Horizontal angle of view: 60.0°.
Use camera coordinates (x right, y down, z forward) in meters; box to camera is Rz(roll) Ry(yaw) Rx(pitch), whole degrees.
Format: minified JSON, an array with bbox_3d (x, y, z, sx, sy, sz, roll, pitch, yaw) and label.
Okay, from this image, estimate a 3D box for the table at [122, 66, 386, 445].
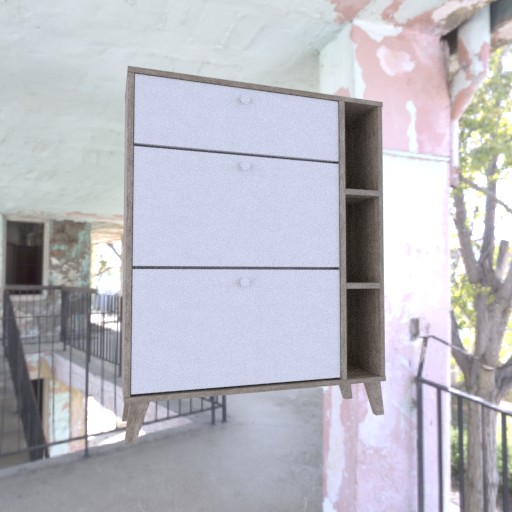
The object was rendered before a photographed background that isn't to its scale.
[{"bbox_3d":[0.000,0.000,1.580,0.902,1.135,0.256,1,-3,-18],"label":"table"}]
